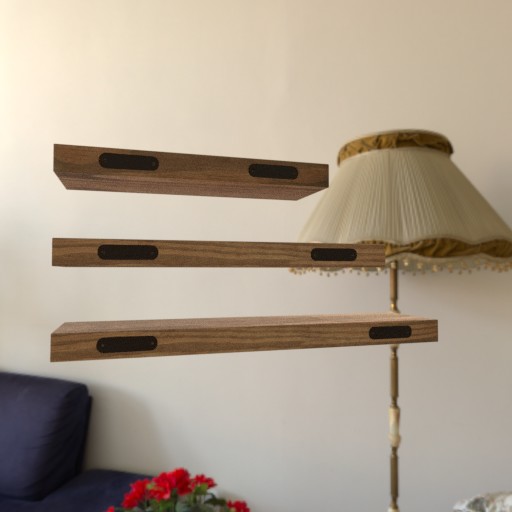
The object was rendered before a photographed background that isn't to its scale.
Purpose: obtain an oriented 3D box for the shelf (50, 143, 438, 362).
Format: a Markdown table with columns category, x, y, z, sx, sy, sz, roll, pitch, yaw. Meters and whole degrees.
| category | x | y | z | sx | sy | sz | roll | pitch | yaw |
| --- | --- | --- | --- | --- | --- | --- | --- | --- | --- |
| shelf | 0.000 | 0.000 | 0.744 | 0.610 | 0.293 | 0.140 | 1 | -2 | -16 |
